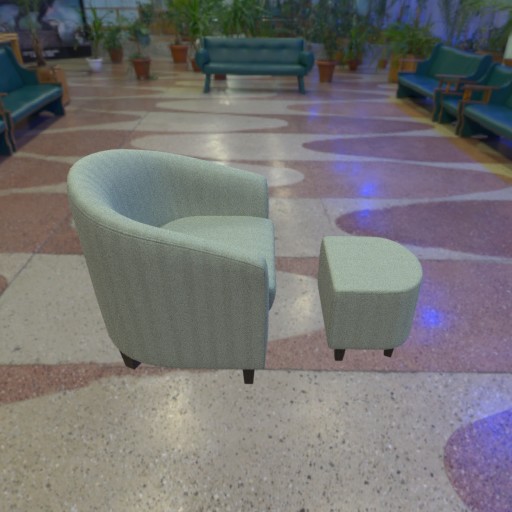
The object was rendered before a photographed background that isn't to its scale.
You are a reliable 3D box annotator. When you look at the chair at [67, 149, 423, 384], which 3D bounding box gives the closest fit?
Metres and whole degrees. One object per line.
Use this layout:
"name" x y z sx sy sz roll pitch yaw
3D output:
"chair" 0.000 0.000 1.736 1.288 0.757 0.756 1 31 1
